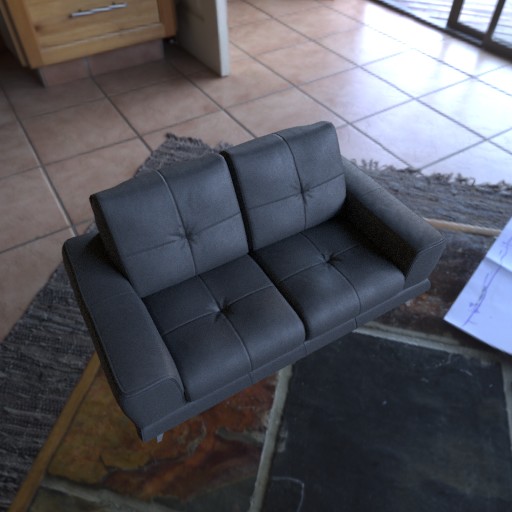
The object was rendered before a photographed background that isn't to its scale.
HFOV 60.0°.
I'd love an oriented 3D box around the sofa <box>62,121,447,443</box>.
[{"bbox_3d":[0.000,0.000,2.353,1.806,0.907,1.018,-23,51,-20],"label":"sofa"}]
